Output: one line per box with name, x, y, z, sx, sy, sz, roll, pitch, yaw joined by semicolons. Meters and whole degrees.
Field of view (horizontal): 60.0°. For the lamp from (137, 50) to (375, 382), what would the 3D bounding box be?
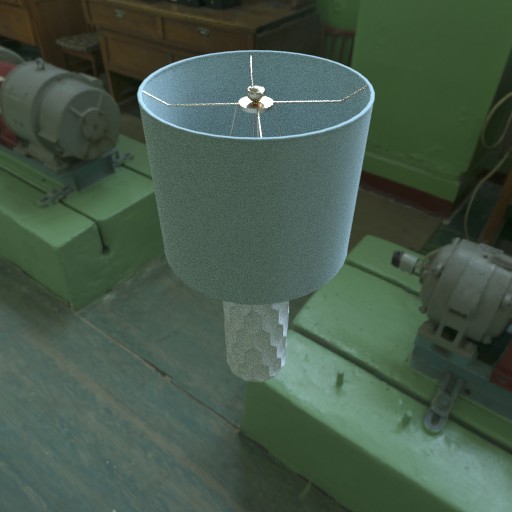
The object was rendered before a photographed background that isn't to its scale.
lamp;0.000;0.000;0.701;0.277;0.534;0.277;25;47;26
